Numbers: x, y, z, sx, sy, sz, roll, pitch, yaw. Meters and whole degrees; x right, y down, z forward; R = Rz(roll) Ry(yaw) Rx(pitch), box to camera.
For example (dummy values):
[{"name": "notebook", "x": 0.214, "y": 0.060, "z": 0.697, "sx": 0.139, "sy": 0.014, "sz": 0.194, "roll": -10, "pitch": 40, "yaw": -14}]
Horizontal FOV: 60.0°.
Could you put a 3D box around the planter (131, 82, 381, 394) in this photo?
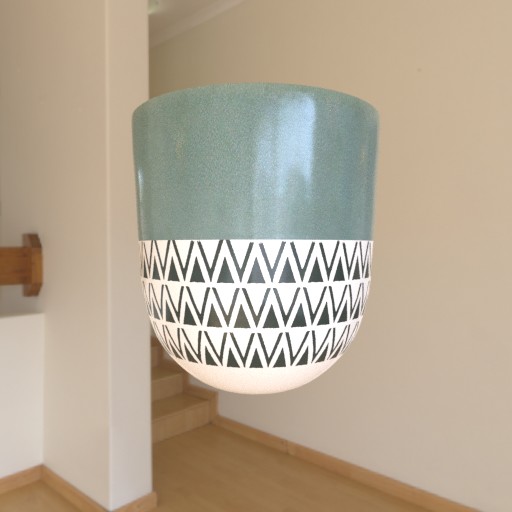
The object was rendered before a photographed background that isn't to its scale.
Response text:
[{"name": "planter", "x": 0.000, "y": 0.000, "z": 0.368, "sx": 0.198, "sy": 0.214, "sz": 0.198, "roll": 0, "pitch": 1, "yaw": 0}]
